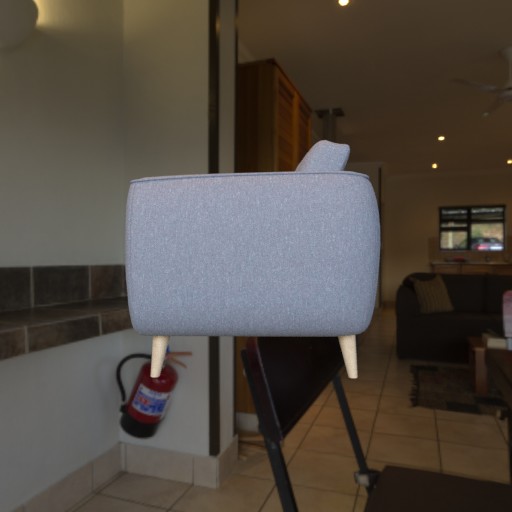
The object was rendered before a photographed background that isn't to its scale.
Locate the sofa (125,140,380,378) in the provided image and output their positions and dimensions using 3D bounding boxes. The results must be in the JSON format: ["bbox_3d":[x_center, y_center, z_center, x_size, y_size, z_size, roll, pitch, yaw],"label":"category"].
[{"bbox_3d":[0.000,0.000,2.479,0.920,0.870,2.000,0,0,1],"label":"sofa"}]
